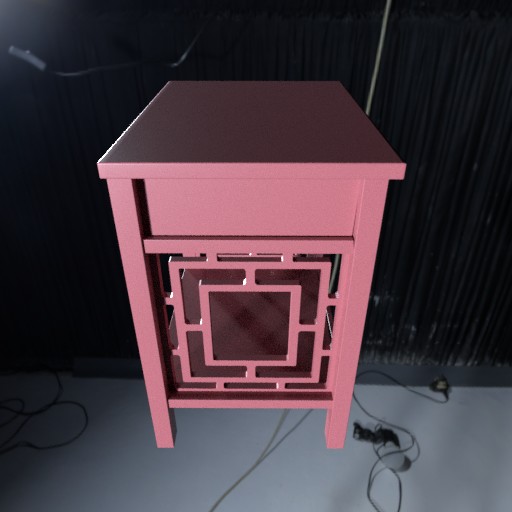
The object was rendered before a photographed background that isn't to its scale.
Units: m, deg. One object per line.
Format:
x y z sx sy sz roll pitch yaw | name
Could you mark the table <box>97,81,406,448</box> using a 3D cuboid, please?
0.000 0.000 1.067 0.451 0.686 0.599 0 32 0 | table
